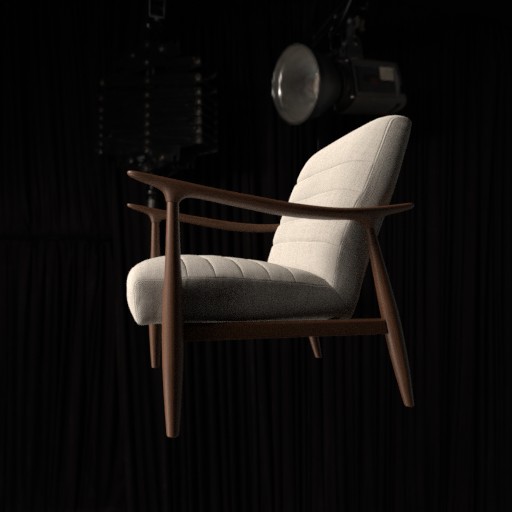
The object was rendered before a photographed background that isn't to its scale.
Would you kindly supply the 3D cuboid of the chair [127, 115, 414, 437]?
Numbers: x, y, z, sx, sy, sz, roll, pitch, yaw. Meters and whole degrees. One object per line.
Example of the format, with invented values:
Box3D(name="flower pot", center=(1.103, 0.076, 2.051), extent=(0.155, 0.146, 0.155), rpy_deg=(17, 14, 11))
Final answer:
Box3D(name="chair", center=(0.000, 0.000, 1.426), extent=(0.798, 0.832, 0.741), rpy_deg=(0, 0, -16))
